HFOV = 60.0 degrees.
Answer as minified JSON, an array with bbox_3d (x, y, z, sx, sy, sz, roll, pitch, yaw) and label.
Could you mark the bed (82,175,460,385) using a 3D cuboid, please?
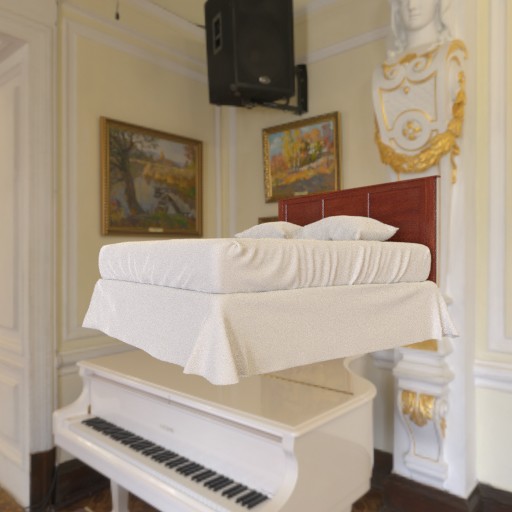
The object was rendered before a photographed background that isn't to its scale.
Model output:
[{"bbox_3d":[0.000,0.000,3.634,2.219,1.271,2.314,0,0,-36],"label":"bed"}]
